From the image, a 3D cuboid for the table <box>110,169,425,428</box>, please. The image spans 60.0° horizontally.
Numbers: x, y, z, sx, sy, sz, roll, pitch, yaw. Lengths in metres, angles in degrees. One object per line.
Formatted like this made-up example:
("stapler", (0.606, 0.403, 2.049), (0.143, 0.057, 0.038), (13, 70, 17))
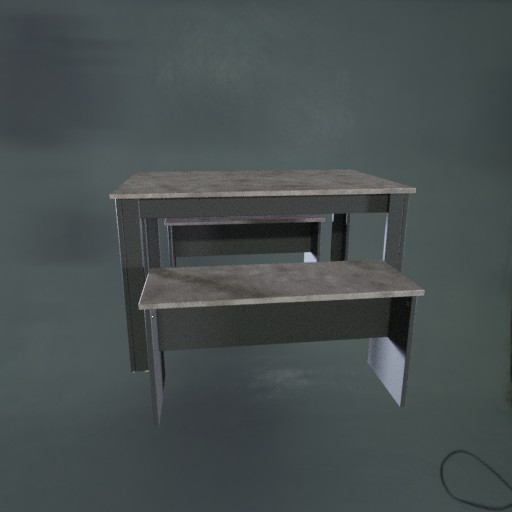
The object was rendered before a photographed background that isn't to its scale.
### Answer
("table", (0.000, 0.000, 2.027), (1.100, 0.700, 1.443), (-2, 17, -7))
